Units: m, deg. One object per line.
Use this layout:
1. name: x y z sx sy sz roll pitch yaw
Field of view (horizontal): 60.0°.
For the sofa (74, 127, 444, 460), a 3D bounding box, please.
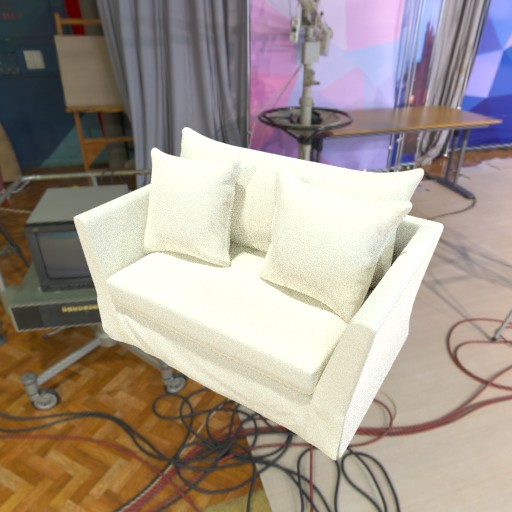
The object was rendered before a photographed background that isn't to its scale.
1. sofa: 0.000 0.000 2.335 1.608 1.039 1.026 19 36 28
